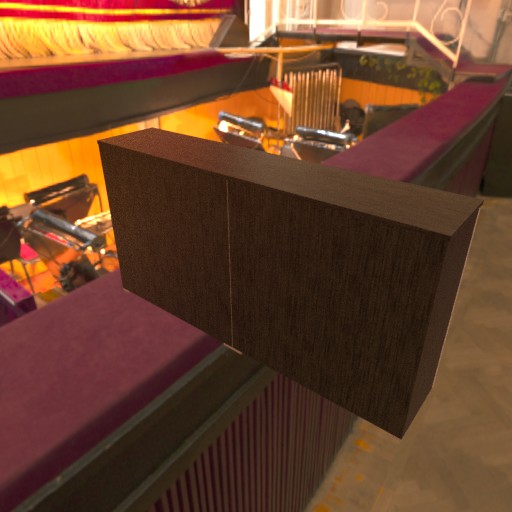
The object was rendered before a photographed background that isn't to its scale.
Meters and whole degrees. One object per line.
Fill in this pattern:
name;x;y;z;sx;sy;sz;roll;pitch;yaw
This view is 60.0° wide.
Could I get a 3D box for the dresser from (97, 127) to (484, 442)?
dresser;0.000;0.000;1.855;1.535;0.790;0.333;21;35;33
